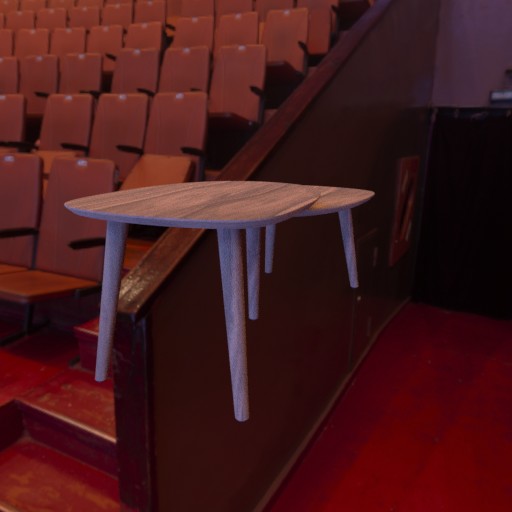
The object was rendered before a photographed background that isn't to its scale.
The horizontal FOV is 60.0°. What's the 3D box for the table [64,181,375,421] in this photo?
[{"bbox_3d":[0.000,0.000,1.350,0.527,0.429,1.084,8,17,26],"label":"table"}]
